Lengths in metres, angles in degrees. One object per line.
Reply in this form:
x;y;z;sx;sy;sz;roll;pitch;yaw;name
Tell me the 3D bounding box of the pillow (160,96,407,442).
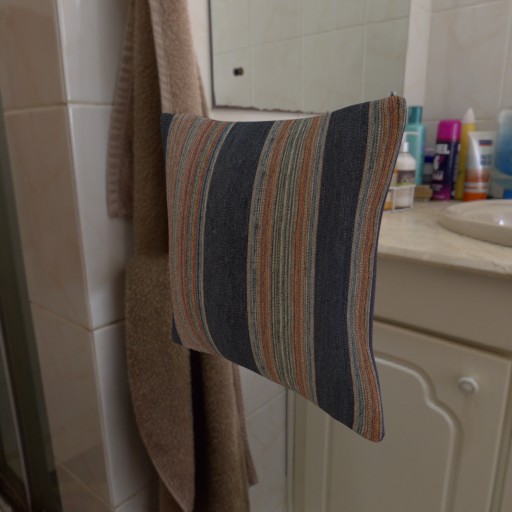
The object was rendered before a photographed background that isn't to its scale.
0.000;0.000;0.650;0.437;0.419;0.136;13;20;41;pillow
